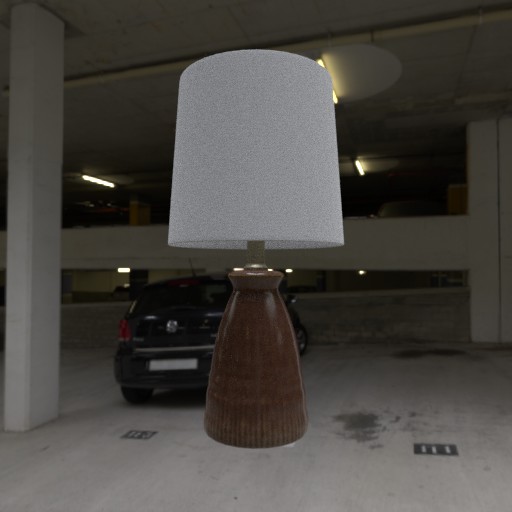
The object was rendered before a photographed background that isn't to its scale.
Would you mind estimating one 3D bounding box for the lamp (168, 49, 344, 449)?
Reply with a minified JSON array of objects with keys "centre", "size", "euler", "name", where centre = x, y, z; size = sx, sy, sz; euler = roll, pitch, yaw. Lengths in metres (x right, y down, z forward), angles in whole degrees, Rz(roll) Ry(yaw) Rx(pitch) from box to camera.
[{"centre":[0.000,0.000,0.478],"size":[0.186,0.369,0.186],"euler":[0,-1,0],"name":"lamp"}]
